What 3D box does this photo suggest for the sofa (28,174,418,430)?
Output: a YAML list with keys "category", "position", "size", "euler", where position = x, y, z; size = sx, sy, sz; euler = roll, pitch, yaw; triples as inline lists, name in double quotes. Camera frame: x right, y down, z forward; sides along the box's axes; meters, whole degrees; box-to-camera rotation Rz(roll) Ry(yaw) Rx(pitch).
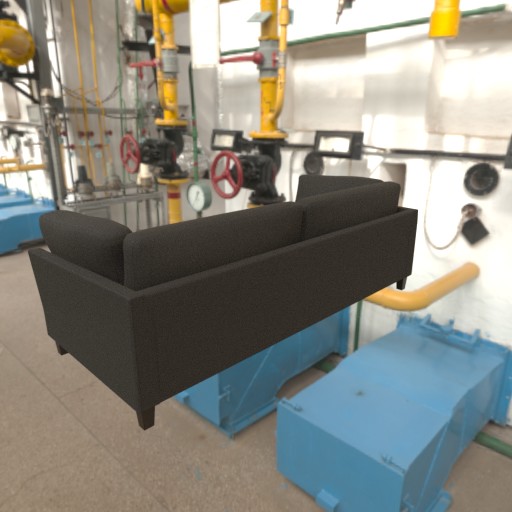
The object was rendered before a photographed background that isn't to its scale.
- category: "sofa"
  position: [0.000, 0.000, 2.723]
  size: [2.312, 0.792, 0.969]
  euler: [-17, 24, -42]
